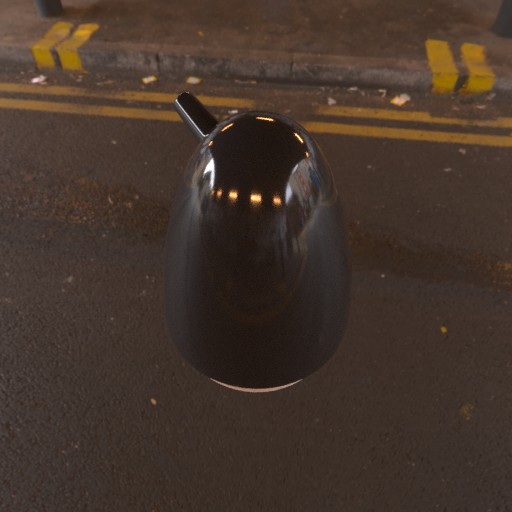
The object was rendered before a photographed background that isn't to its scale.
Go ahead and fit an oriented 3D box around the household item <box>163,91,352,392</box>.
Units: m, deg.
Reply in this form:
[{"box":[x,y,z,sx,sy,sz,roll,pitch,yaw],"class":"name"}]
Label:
[{"box":[0.000,0.000,0.222,0.102,0.152,0.104,-33,55,-27],"class":"household item"}]
